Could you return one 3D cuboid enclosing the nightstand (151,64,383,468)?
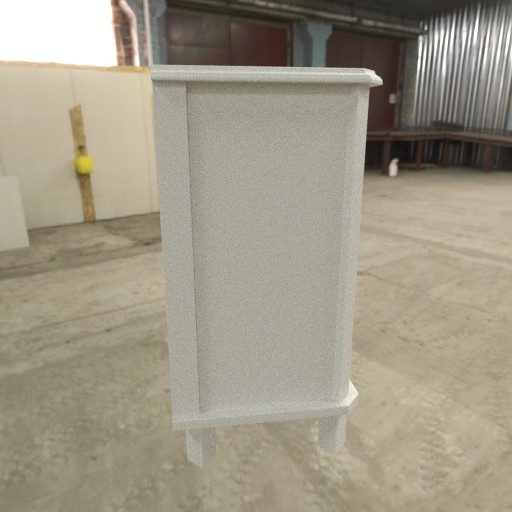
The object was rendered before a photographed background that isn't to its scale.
[{"bbox_3d":[0.000,0.000,0.920,0.351,0.681,0.435,-2,17,-8],"label":"nightstand"}]
